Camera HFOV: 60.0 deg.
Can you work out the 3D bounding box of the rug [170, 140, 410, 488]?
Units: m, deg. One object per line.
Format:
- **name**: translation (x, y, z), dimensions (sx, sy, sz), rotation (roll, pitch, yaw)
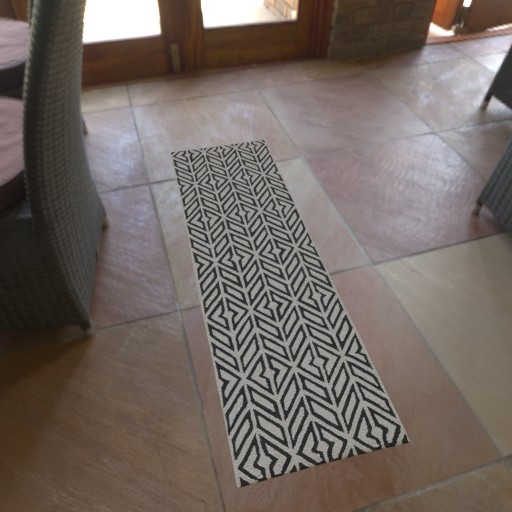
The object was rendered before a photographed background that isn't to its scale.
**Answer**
- **rug**: translation (0.000, 0.000, 2.630), dimensions (0.750, 0.009, 2.435), rotation (-10, 47, -10)
